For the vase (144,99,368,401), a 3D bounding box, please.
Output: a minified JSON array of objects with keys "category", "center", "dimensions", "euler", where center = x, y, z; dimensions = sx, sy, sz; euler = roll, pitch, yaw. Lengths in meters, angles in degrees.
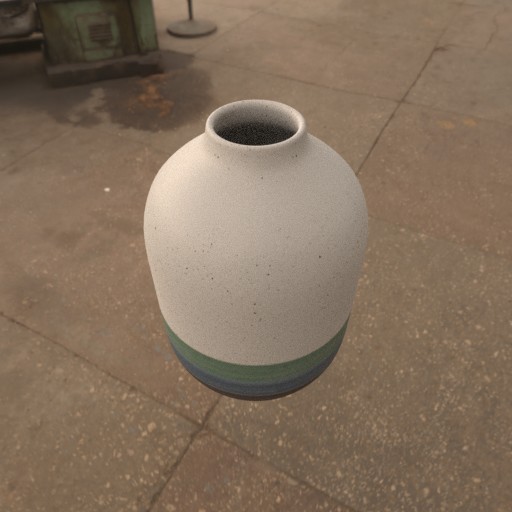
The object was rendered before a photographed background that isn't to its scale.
[{"category":"vase","center":[0.000,0.000,0.365],"dimensions":[0.169,0.240,0.169],"euler":[0,45,0]}]
